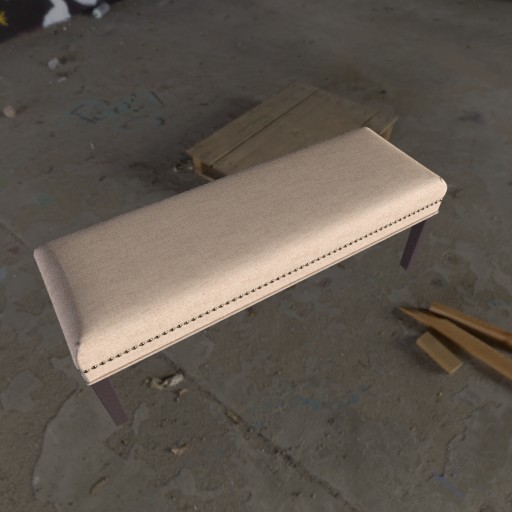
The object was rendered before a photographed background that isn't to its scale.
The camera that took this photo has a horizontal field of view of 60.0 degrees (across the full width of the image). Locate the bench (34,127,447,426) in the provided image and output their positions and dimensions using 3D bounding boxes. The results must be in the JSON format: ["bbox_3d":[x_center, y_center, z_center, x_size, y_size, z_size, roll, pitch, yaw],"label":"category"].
[{"bbox_3d":[0.000,0.000,1.464,1.219,0.457,0.410,-24,52,-21],"label":"bench"}]
